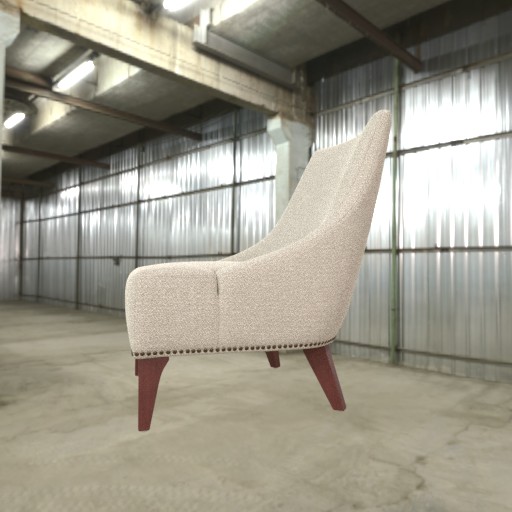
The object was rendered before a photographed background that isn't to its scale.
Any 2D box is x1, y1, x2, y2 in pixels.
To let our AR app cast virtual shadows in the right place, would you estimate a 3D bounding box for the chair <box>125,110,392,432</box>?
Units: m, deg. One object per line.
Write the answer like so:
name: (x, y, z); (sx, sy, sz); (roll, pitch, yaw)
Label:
chair: (0.000, 0.000, 1.526); (0.861, 0.909, 0.701); (1, -2, -16)
